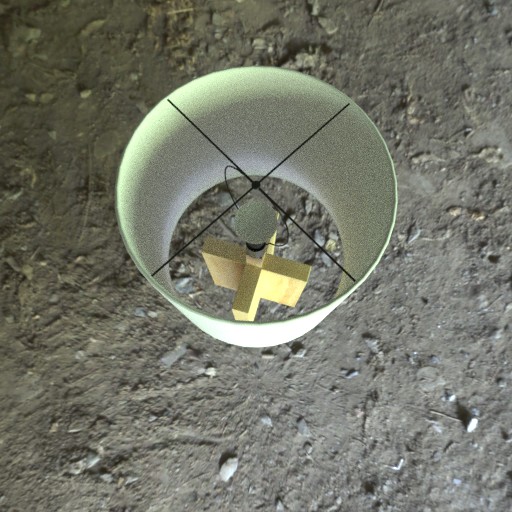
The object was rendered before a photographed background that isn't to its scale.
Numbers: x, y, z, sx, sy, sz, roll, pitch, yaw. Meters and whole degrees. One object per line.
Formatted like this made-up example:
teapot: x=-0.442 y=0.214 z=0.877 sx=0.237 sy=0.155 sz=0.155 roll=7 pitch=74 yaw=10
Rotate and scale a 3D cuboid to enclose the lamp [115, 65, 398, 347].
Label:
lamp: x=0.000 y=0.000 z=0.563 sx=0.229 sy=0.428 sz=0.229 roll=16 pitch=75 yaw=4
